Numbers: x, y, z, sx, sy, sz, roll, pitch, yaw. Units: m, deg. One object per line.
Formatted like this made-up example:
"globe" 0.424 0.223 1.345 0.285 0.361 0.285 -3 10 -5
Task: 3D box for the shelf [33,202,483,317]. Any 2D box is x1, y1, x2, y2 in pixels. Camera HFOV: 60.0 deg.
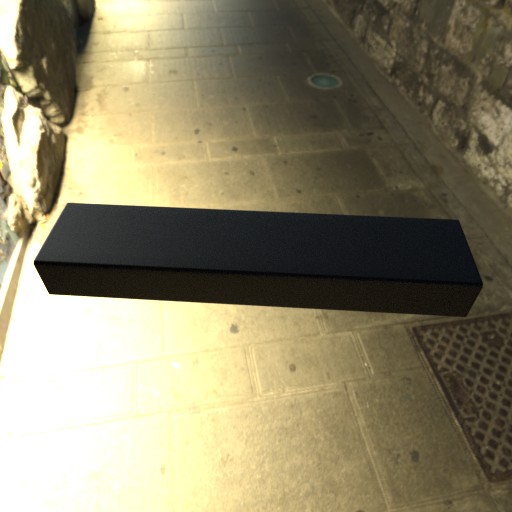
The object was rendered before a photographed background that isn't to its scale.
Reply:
"shelf" 0.000 0.000 0.499 0.456 0.053 0.102 3 46 3
